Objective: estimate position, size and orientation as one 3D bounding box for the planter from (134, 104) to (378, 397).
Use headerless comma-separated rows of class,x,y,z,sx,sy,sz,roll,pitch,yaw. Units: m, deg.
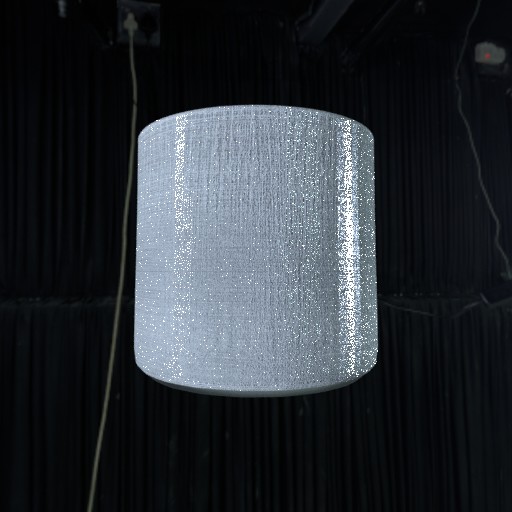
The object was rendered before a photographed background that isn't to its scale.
planter,0.000,0.000,0.304,0.160,0.156,0.160,0,-2,0
